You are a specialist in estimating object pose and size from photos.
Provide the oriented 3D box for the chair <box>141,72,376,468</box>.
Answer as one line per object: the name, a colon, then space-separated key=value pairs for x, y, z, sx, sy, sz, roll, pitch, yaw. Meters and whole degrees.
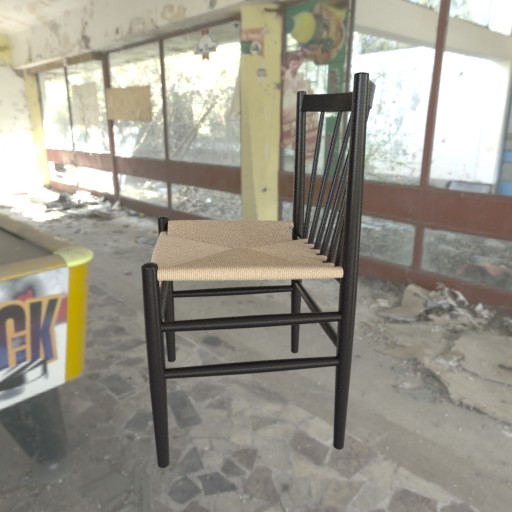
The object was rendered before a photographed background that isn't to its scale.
chair: x=0.000 y=0.000 z=1.119 sx=0.516 sy=0.818 sz=0.495 roll=-2 pitch=17 yaw=-8
